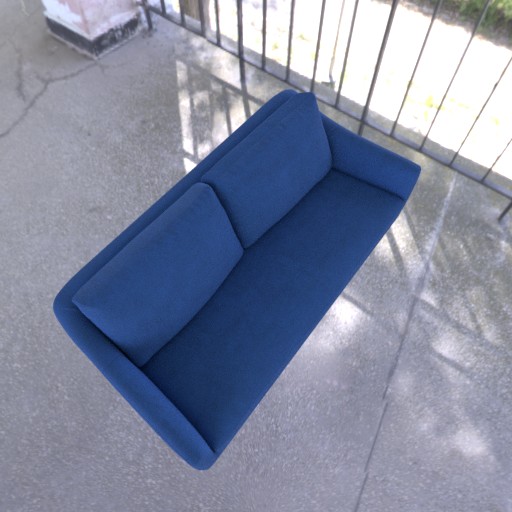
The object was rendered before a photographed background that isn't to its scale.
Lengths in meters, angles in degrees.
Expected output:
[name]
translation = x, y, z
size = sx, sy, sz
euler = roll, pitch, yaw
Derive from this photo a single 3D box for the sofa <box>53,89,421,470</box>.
[sofa]
translation = 0.000, 0.000, 2.477
size = 0.960, 0.903, 2.036
euler = 33, 65, 18
